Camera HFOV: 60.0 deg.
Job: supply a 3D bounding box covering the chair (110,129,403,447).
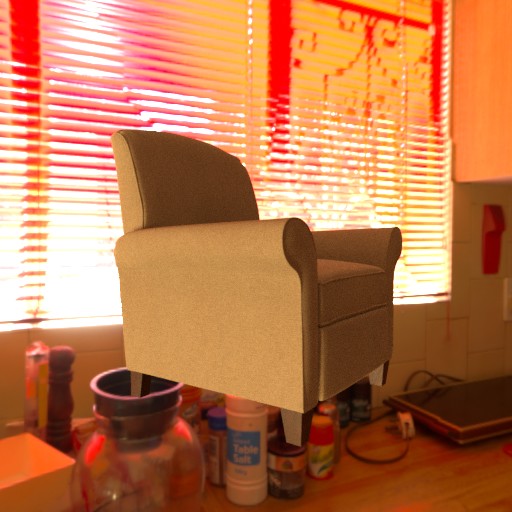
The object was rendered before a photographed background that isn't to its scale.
[{"bbox_3d":[0.000,0.000,1.774,0.905,1.061,0.978,1,2,36],"label":"chair"}]
